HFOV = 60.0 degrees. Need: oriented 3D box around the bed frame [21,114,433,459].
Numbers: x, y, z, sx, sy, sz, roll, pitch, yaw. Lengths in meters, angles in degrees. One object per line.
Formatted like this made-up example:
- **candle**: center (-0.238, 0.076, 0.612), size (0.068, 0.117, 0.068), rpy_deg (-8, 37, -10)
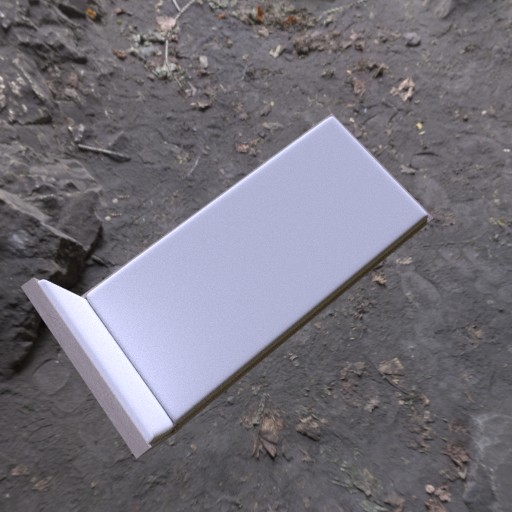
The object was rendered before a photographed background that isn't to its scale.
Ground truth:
- **bed frame**: center (0.000, 0.000, 2.675), size (2.140, 0.920, 0.990), rpy_deg (-38, 78, -10)
